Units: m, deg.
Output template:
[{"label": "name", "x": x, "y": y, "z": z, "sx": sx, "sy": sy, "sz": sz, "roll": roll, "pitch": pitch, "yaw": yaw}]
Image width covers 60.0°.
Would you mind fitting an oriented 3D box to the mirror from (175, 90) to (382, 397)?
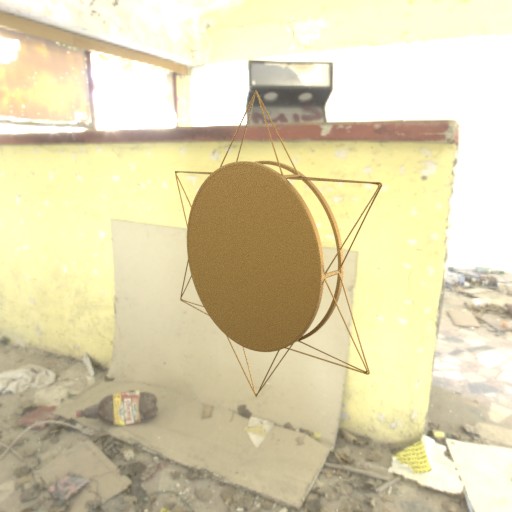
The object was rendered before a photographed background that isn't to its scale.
[{"label": "mirror", "x": 0.000, "y": 0.000, "z": 0.823, "sx": 0.062, "sy": 0.581, "sz": 0.498, "roll": -13, "pitch": 19, "yaw": -43}]
